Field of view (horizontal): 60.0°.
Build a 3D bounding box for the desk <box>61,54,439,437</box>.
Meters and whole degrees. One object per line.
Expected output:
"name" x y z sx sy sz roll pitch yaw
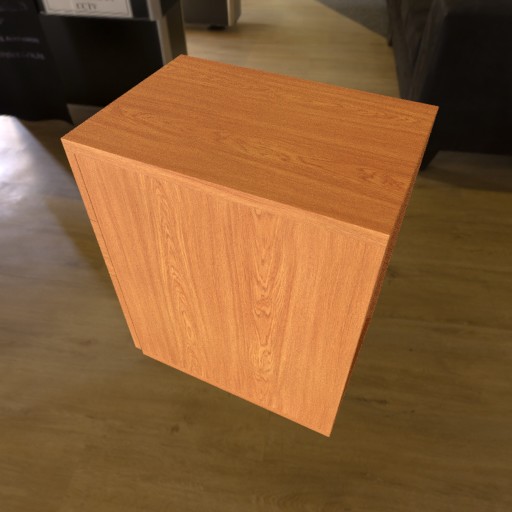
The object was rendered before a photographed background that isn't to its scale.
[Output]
"desk" 0.000 0.000 1.092 0.600 0.730 0.404 19 49 17
